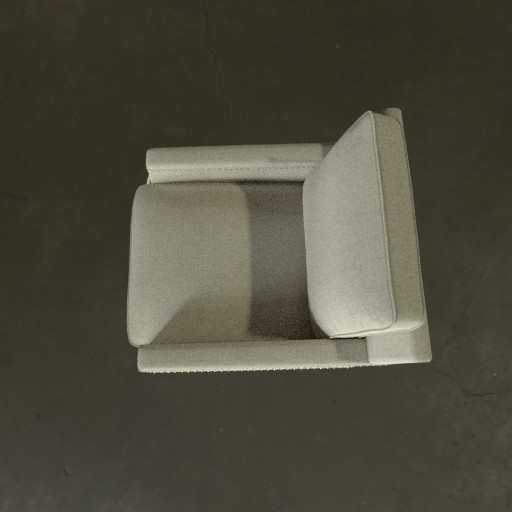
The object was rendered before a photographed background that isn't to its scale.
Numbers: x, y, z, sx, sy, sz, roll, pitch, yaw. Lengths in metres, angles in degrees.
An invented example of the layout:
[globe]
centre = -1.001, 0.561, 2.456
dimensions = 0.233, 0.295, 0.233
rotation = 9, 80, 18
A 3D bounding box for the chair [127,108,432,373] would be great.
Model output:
[chair]
centre = 0.000, 0.000, 1.713
dimensions = 1.014, 0.943, 0.853
rotation = -1, 75, 0
